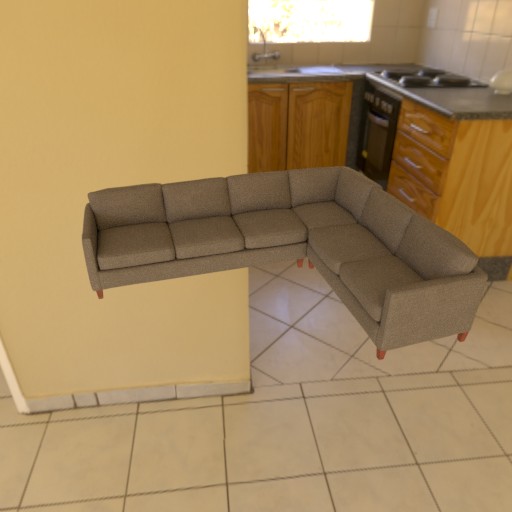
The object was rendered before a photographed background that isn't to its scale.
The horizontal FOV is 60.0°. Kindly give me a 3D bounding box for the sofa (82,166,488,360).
[{"bbox_3d":[0.000,0.000,4.428,3.302,0.947,2.593,-8,31,-14],"label":"sofa"}]
